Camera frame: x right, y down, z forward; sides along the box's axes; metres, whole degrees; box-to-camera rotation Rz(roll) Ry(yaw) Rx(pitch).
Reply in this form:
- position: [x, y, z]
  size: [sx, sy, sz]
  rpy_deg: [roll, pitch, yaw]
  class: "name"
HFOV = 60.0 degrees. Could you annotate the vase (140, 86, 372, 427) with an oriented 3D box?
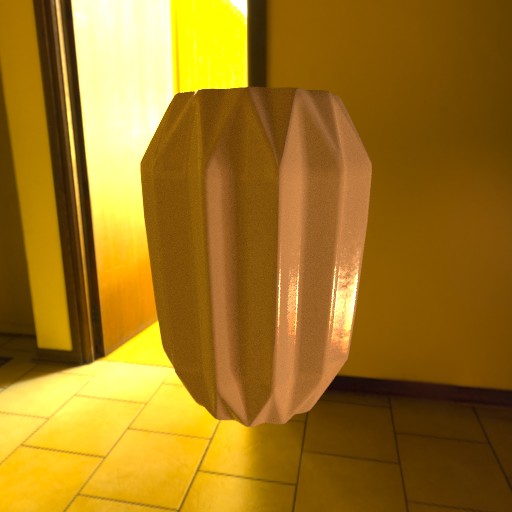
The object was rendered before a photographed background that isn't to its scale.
- position: [0.000, 0.000, 0.401]
  size: [0.195, 0.275, 0.195]
  rpy_deg: [0, 15, 0]
  class: "vase"
